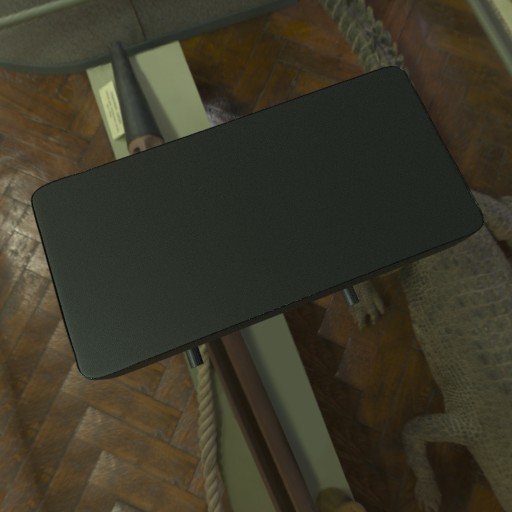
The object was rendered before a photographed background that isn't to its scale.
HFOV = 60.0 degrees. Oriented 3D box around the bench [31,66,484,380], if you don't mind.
[{"bbox_3d":[0.000,0.000,0.905,0.600,0.561,0.300,-21,77,-5],"label":"bench"}]
